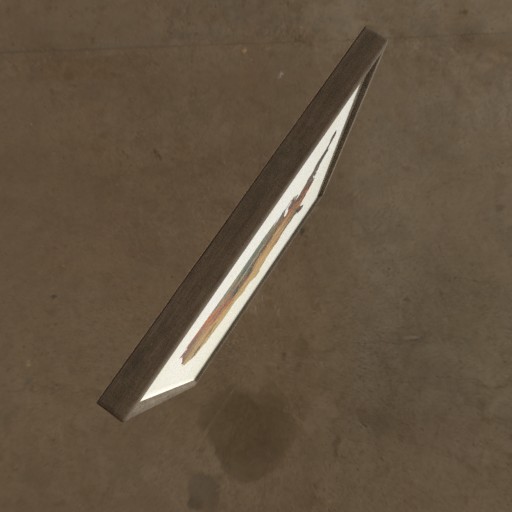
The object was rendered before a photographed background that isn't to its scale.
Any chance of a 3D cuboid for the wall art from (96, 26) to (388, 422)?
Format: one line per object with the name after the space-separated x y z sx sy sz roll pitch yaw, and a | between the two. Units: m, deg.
0.000 0.000 1.061 0.050 0.751 0.749 33 79 7 | wall art
